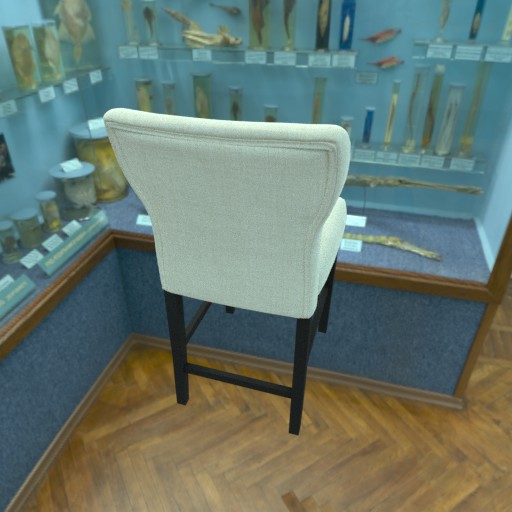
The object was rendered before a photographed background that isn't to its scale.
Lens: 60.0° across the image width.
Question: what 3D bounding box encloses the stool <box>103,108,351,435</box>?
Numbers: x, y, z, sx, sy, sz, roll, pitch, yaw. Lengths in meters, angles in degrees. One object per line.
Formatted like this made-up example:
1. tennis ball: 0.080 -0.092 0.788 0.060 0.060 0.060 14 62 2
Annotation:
1. stool: 0.000 0.000 1.325 0.514 0.972 0.603 10 35 14
